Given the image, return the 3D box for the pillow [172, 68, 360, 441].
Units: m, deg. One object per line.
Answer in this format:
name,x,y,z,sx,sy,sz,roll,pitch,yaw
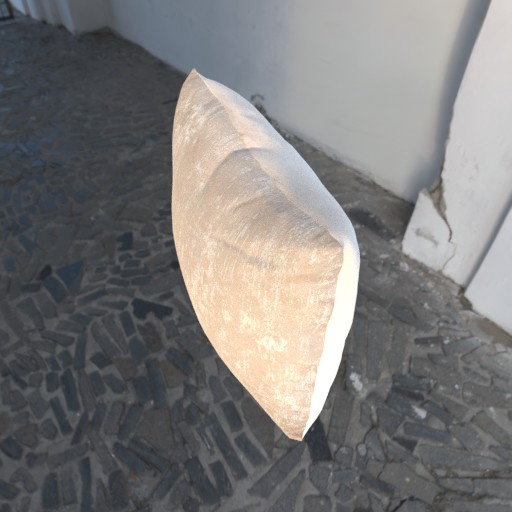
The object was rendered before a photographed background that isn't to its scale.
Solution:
pillow,0.000,0.000,0.719,0.245,0.448,0.450,-16,48,-15
